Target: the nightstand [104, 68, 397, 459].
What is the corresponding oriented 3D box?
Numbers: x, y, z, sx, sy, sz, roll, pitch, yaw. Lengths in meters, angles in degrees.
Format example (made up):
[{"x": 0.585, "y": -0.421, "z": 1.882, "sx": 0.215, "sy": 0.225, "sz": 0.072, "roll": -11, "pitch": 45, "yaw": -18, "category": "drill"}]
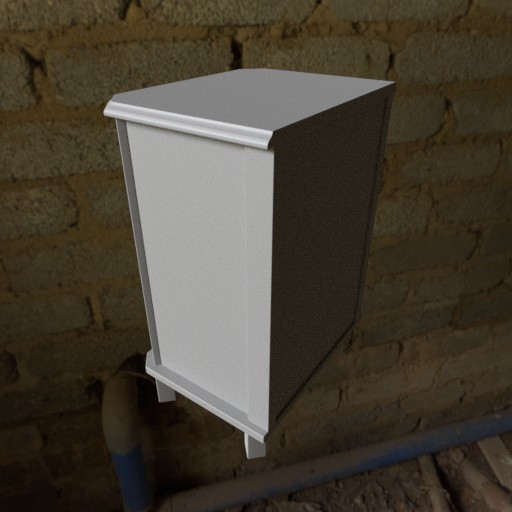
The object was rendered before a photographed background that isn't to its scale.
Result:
[{"x": 0.000, "y": 0.000, "z": 0.951, "sx": 0.350, "sy": 0.680, "sz": 0.450, "roll": 20, "pitch": 36, "yaw": 30, "category": "nightstand"}]
